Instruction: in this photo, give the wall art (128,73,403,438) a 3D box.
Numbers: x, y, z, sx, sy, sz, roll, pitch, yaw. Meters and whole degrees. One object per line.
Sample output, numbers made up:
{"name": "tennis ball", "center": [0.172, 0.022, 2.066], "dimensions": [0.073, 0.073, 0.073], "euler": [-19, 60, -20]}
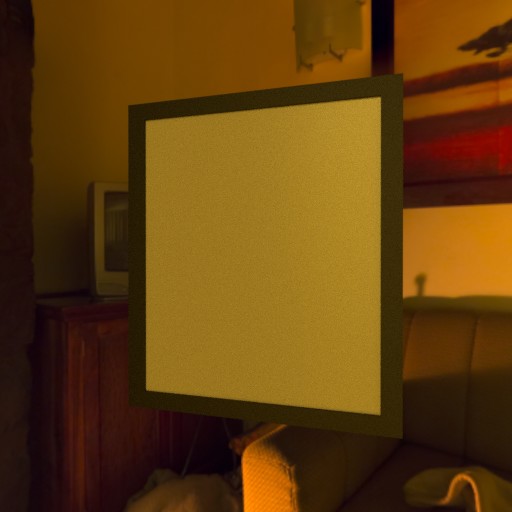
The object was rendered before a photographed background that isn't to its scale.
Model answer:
{"name": "wall art", "center": [0.000, 0.000, 0.525], "dimensions": [0.330, 0.381, 0.029], "euler": [0, 0, 18]}
